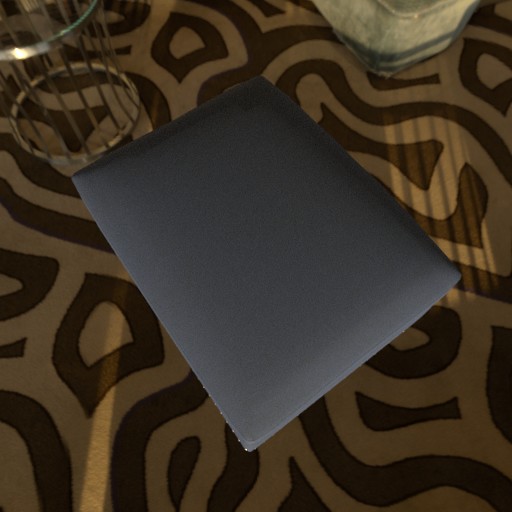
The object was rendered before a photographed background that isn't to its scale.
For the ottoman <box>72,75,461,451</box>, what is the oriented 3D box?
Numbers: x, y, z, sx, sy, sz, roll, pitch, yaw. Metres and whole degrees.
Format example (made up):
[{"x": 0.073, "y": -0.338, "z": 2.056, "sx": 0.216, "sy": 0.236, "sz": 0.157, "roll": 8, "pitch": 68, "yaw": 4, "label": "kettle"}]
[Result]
[{"x": 0.000, "y": 0.000, "z": 1.154, "sx": 0.584, "sy": 0.513, "sz": 0.741, "roll": -33, "pitch": 69, "yaw": -15, "label": "ottoman"}]
